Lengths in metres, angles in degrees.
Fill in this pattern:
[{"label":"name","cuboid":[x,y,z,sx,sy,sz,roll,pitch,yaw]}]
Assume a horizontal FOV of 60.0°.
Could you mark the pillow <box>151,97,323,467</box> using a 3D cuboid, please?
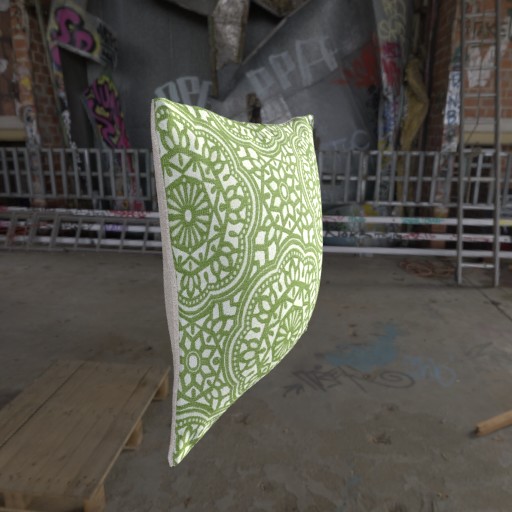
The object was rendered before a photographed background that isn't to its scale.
[{"label":"pillow","cuboid":[0.000,0.000,0.661,0.162,0.419,0.440,8,17,26]}]
